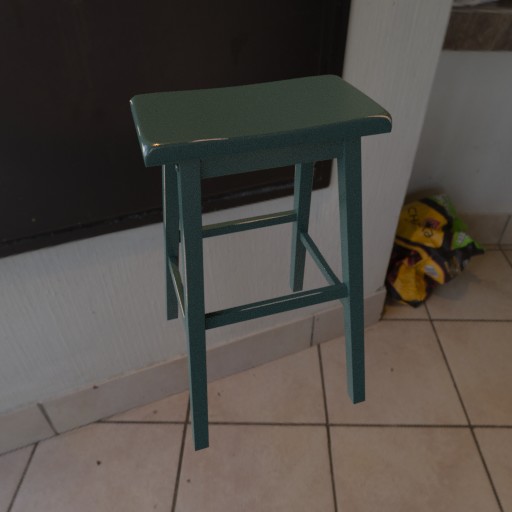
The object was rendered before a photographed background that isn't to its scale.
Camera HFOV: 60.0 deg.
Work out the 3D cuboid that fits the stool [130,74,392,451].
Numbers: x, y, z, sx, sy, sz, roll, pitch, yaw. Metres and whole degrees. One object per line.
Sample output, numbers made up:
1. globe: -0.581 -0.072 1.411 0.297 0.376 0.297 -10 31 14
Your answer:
1. stool: 0.000 0.000 1.063 0.457 0.737 0.476 -11 41 -13
